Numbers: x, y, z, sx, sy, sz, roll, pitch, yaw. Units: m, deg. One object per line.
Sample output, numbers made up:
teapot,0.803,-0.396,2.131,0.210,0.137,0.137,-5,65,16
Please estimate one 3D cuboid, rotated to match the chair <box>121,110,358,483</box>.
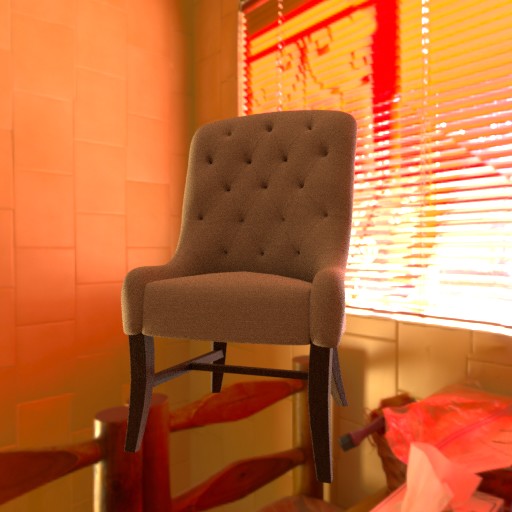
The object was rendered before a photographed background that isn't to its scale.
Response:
chair,0.000,0.000,1.443,0.634,1.091,0.629,0,1,17
